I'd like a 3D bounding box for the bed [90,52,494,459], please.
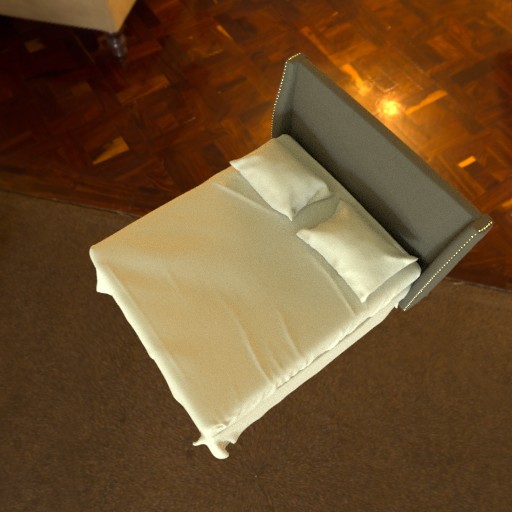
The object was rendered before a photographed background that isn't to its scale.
[{"bbox_3d":[0.000,0.000,3.333,2.276,1.332,1.925,-34,68,-15],"label":"bed"}]
